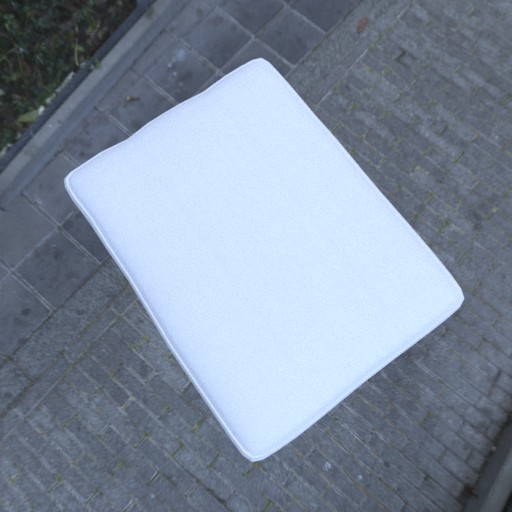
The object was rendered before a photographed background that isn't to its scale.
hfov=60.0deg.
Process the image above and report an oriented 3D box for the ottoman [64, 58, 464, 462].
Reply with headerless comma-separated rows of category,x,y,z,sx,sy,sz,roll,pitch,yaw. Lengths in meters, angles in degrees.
ottoman,0.000,0.000,1.215,0.634,0.479,0.818,-35,78,-8
